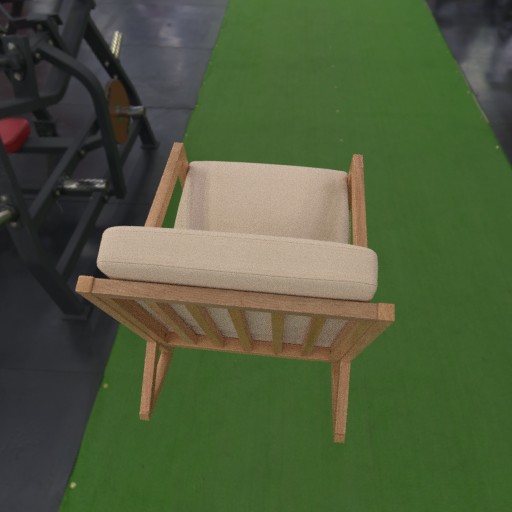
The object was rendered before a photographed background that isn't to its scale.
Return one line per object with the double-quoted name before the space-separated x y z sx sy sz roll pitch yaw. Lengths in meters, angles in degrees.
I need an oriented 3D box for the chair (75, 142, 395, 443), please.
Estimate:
"chair" 0.000 0.000 1.374 0.622 0.790 0.857 5 47 4
